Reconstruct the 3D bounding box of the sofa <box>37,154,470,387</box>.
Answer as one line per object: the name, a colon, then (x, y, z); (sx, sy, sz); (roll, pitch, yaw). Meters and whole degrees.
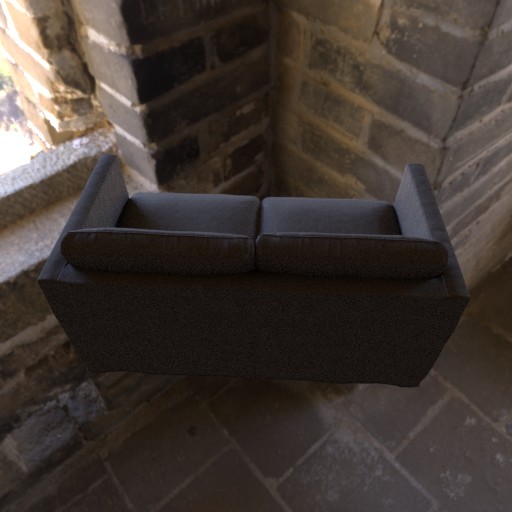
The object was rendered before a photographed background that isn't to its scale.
sofa: (0.000, 0.000, 2.327); (1.802, 0.854, 0.974); (2, 46, 2)
